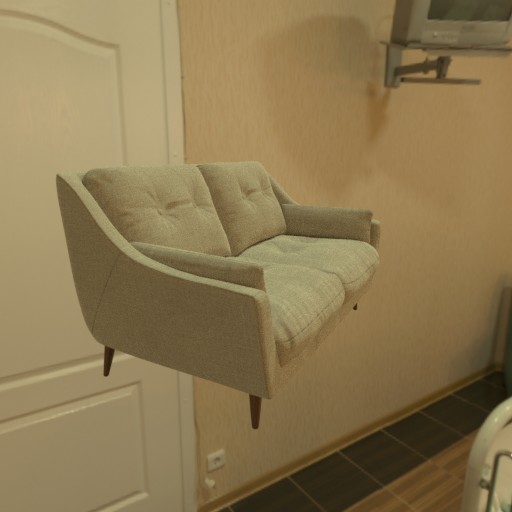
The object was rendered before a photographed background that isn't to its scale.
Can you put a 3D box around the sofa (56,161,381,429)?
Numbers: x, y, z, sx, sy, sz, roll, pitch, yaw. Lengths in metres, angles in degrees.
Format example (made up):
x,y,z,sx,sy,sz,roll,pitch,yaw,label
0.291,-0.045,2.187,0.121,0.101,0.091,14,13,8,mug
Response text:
x,y,z,sx,sy,sz,roll,pitch,yaw,label
0.000,0.000,2.182,0.965,0.888,1.652,7,15,26,sofa
